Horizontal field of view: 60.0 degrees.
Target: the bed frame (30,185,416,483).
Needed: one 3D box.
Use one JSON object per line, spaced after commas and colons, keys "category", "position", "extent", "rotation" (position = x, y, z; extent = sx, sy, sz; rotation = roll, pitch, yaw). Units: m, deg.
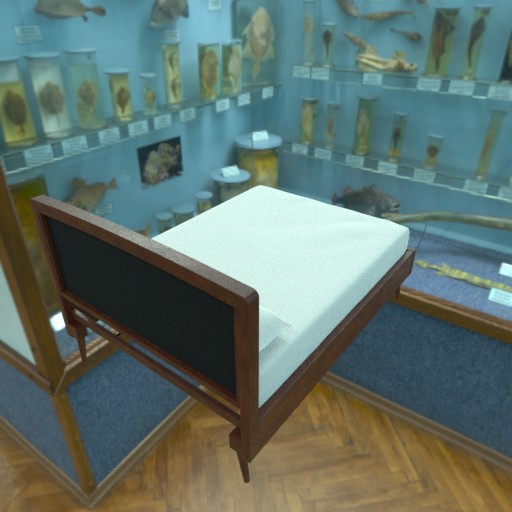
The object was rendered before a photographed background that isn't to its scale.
{"category": "bed frame", "position": [0.000, 0.000, 3.152], "extent": [1.587, 1.279, 2.171], "rotation": [22, 37, 31]}
